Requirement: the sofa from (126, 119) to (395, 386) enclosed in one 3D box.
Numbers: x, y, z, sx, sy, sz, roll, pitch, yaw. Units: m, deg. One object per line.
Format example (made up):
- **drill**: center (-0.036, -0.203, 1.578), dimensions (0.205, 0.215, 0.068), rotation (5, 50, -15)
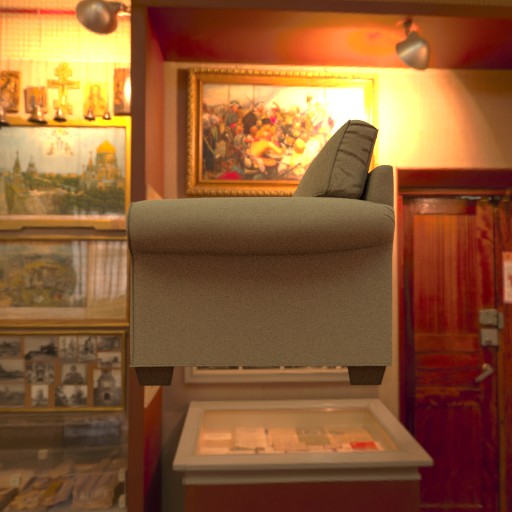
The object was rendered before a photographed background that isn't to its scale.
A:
- **sofa**: center (0.000, 0.000, 2.386), dimensions (0.940, 0.952, 1.930), rotation (0, -2, -1)
